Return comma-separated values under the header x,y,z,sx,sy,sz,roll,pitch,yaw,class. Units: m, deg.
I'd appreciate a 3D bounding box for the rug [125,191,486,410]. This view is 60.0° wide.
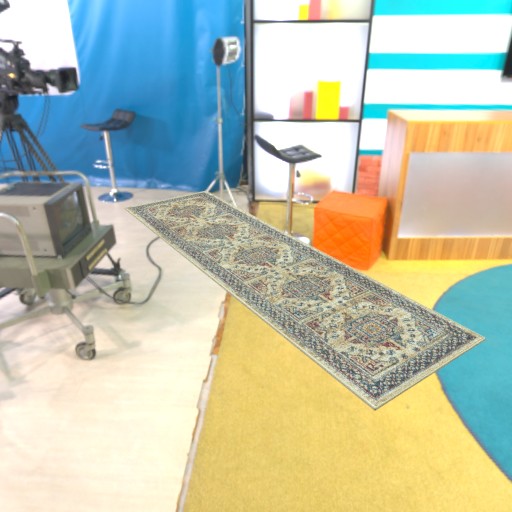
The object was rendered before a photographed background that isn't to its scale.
x,y,z,sx,sy,sz,roll,pitch,yaw,class
0.000,0.000,2.464,0.661,0.013,2.297,-17,32,-31,rug
